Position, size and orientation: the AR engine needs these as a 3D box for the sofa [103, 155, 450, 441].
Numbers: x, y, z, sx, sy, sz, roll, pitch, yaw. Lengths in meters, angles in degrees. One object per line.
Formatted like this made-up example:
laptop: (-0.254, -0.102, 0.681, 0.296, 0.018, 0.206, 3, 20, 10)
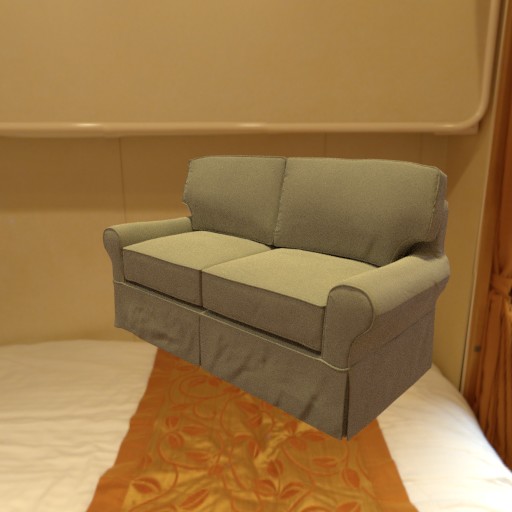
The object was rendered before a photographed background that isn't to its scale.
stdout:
sofa: (0.000, 0.000, 2.364, 1.823, 1.024, 0.841, 13, 19, 41)
